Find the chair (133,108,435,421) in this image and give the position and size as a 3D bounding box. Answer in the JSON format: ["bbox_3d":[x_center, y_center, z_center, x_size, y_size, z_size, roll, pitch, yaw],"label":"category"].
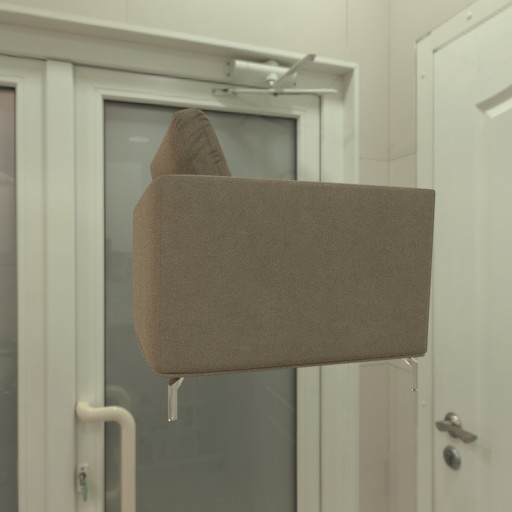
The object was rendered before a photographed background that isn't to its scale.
[{"bbox_3d":[0.000,0.000,1.718,0.889,0.864,1.041,0,0,-19],"label":"chair"}]
